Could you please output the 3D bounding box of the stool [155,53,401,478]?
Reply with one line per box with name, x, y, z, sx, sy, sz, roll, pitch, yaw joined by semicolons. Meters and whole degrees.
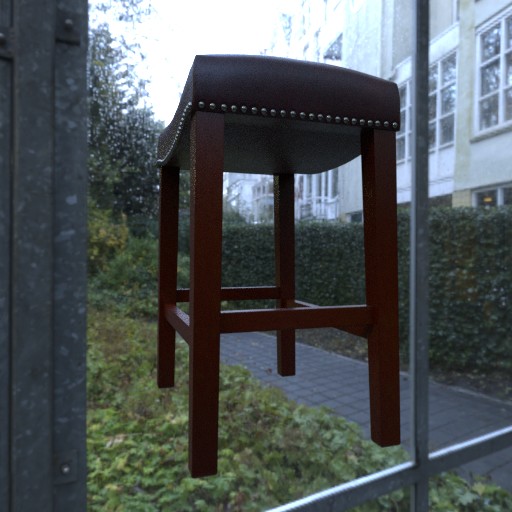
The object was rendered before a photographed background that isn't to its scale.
stool;0.000;0.000;0.944;0.372;0.657;0.504;0;1;-19
